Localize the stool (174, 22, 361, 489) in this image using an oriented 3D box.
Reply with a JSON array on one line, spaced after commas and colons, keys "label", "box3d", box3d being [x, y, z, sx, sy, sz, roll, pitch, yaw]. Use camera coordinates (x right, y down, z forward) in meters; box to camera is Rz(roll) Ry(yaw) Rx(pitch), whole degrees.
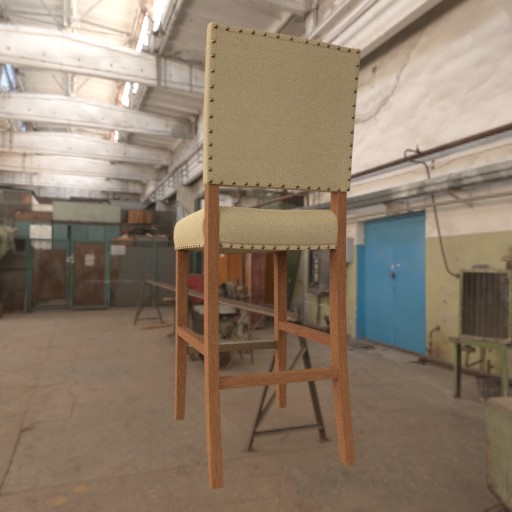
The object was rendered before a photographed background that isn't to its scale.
[{"label": "stool", "box3d": [0.000, 0.000, 1.423, 0.445, 1.168, 0.584, 0, -1, -19]}]
